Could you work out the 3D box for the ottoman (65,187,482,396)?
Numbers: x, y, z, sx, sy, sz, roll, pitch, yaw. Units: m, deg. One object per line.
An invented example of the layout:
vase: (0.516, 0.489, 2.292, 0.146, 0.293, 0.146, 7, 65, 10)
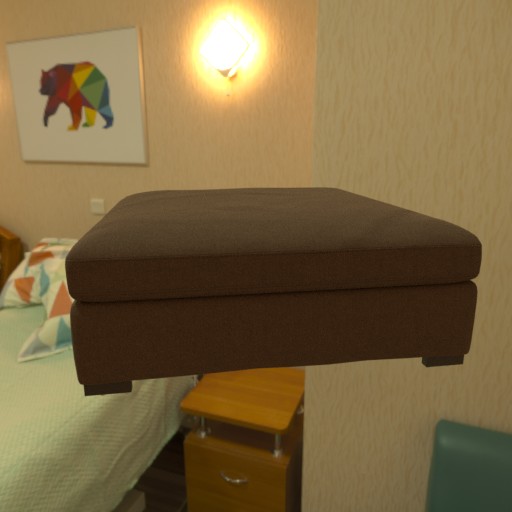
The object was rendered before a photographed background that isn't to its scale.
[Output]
ottoman: (0.000, 0.000, 1.774, 1.181, 0.470, 1.181, -2, 15, -9)
